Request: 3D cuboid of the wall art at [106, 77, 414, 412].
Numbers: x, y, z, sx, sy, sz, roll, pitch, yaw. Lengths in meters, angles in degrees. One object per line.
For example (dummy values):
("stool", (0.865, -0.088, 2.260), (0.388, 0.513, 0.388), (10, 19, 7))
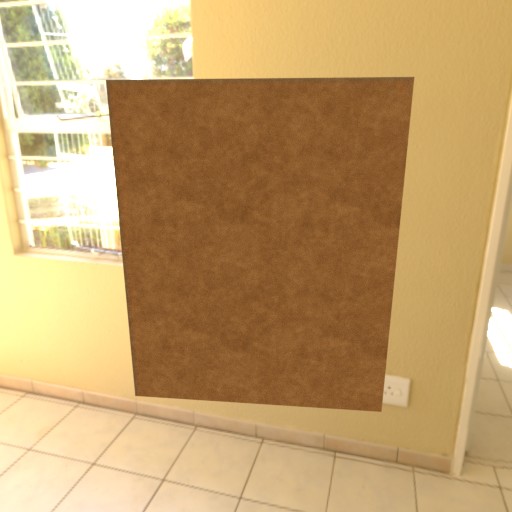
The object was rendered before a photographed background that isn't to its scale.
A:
("wall art", (0.000, 0.000, 0.746), (0.453, 0.554, 0.037), (2, 17, 6))
